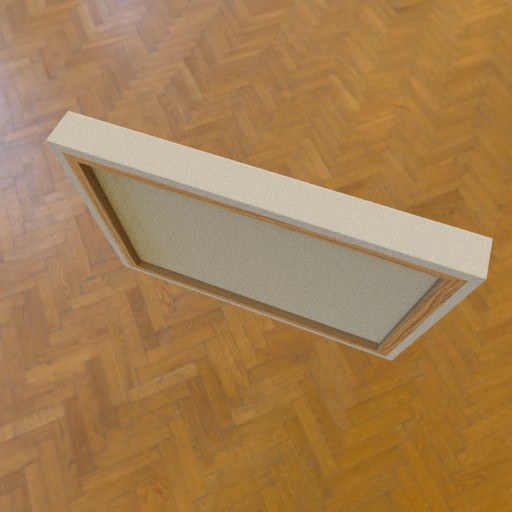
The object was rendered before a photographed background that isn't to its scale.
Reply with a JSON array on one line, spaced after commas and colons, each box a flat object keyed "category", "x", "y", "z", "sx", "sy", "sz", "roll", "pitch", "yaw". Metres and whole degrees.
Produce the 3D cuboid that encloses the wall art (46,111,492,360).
[{"category": "wall art", "x": 0.000, "y": 0.000, "z": 0.484, "sx": 0.381, "sy": 0.259, "sz": 0.038, "roll": 19, "pitch": 65, "yaw": 9}]
